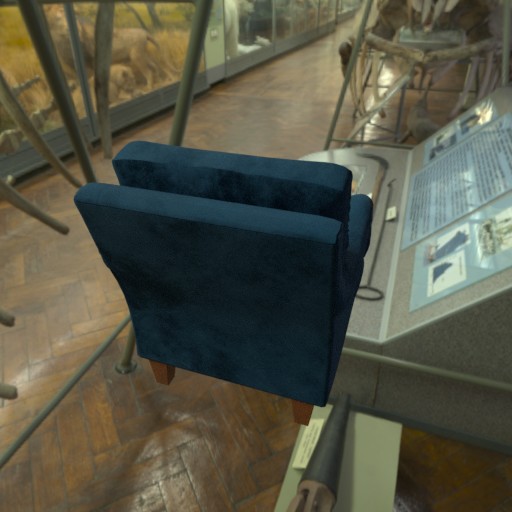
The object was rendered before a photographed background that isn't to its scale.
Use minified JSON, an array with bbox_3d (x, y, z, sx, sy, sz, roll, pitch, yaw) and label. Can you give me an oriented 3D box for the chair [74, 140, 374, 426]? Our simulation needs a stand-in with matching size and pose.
[{"bbox_3d":[0.000,0.000,1.905,0.895,1.076,1.078,11,33,16],"label":"chair"}]
